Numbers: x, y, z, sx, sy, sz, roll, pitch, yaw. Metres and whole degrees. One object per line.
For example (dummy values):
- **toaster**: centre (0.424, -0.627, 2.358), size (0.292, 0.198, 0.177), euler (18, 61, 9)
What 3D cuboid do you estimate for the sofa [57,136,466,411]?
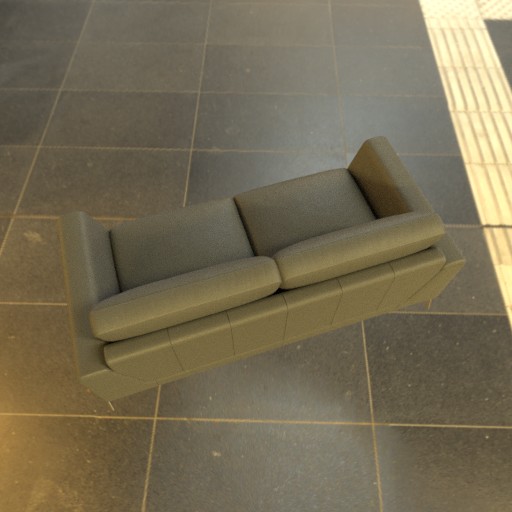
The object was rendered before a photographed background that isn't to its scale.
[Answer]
- **sofa**: centre (0.000, 0.000, 2.503), size (2.017, 0.875, 0.953), euler (-16, 61, -9)
